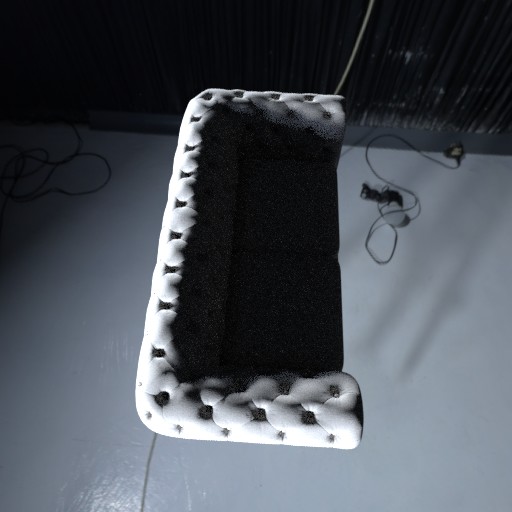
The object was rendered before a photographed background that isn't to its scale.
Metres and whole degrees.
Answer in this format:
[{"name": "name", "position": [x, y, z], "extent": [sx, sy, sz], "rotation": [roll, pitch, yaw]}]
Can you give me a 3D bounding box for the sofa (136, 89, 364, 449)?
[{"name": "sofa", "position": [0.000, 0.000, 2.516], "extent": [0.986, 0.764, 1.998], "rotation": [3, 62, 1]}]
